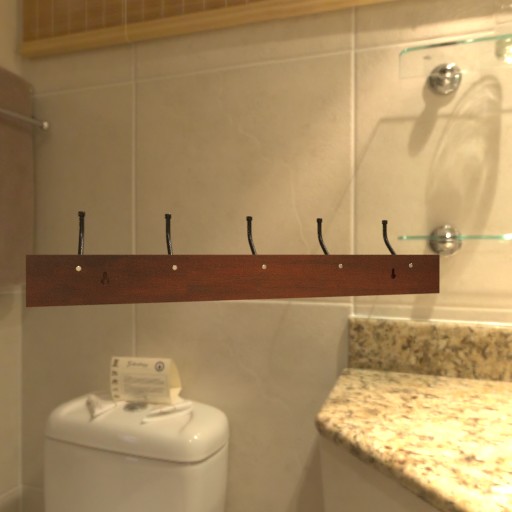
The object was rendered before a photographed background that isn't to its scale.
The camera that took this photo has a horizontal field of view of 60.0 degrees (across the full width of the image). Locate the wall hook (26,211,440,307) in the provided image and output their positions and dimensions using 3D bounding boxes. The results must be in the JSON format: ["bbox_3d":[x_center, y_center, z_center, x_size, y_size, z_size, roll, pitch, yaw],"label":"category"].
[{"bbox_3d":[0.000,0.000,0.624,0.571,0.117,0.071,0,0,-18],"label":"wall hook"}]
